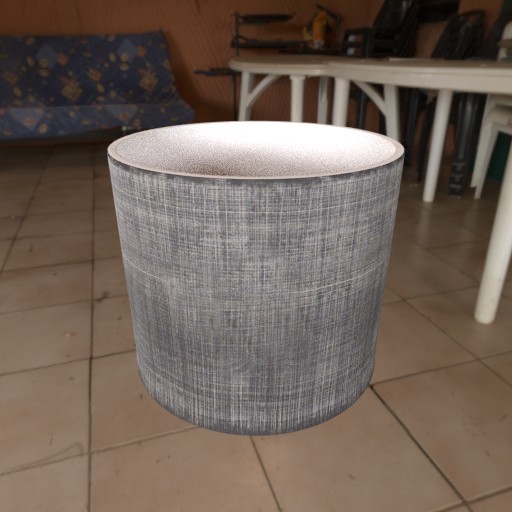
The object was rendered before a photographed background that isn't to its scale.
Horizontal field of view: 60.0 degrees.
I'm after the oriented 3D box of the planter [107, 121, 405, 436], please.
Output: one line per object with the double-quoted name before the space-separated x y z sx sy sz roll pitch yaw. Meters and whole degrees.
"planter" 0.000 0.000 0.310 0.178 0.157 0.178 0 25 0
